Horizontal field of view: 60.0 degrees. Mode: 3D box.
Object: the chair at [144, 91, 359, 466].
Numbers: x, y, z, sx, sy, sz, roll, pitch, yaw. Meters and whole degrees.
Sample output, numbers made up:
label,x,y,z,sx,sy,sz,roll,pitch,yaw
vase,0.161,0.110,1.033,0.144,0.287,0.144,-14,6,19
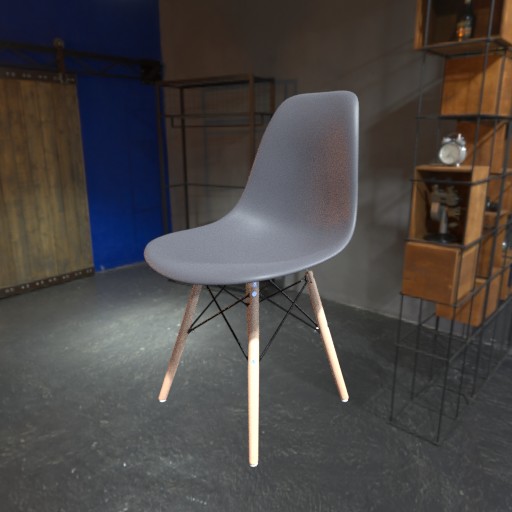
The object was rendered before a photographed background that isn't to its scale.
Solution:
label,x,y,z,sx,sy,sz,roll,pitch,yaw
chair,0.000,0.000,1.137,0.470,0.826,0.533,14,21,43
